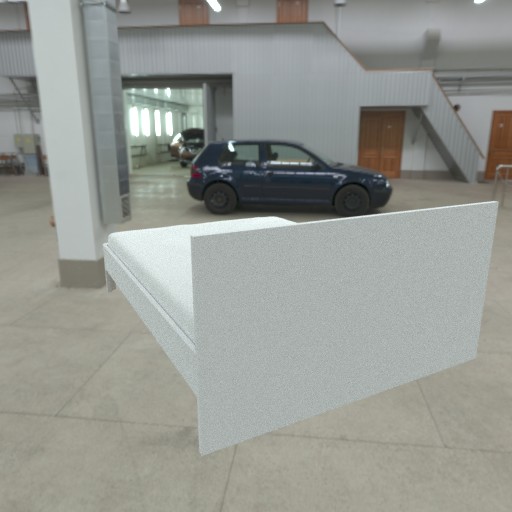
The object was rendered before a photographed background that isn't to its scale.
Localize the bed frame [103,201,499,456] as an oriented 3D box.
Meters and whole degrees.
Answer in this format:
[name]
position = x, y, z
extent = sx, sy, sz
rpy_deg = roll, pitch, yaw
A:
[bed frame]
position = 0.000, 0.000, 2.635
extent = 1.490, 0.800, 1.950
rpy_deg = -8, 18, -27
